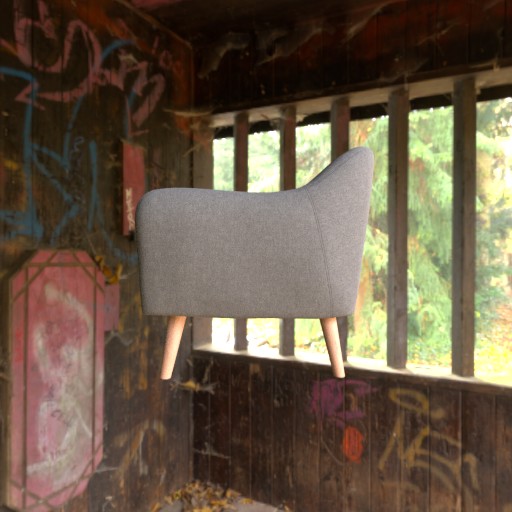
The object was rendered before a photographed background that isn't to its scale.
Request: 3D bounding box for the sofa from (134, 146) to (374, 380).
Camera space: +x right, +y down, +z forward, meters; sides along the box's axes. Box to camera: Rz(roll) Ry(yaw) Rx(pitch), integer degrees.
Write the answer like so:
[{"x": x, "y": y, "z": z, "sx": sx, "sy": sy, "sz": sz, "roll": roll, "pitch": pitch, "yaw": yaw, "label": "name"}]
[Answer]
[{"x": 0.000, "y": 0.000, "z": 2.249, "sx": 0.820, "sy": 0.820, "sz": 1.840, "roll": 0, "pitch": 0, "yaw": -1, "label": "sofa"}]
